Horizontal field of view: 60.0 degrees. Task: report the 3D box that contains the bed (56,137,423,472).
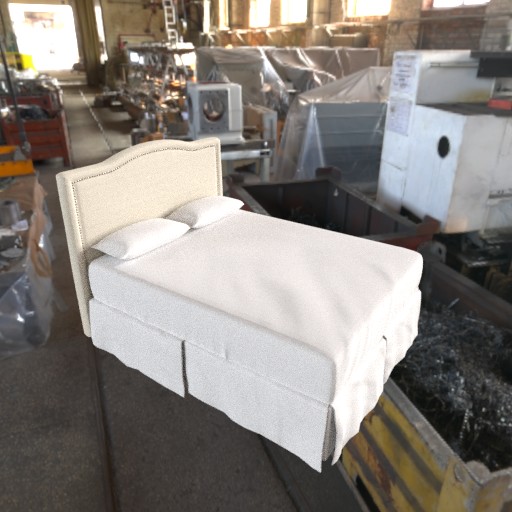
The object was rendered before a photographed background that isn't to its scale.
[{"bbox_3d":[0.000,0.000,3.311,2.196,1.449,1.741,16,30,31],"label":"bed"}]
